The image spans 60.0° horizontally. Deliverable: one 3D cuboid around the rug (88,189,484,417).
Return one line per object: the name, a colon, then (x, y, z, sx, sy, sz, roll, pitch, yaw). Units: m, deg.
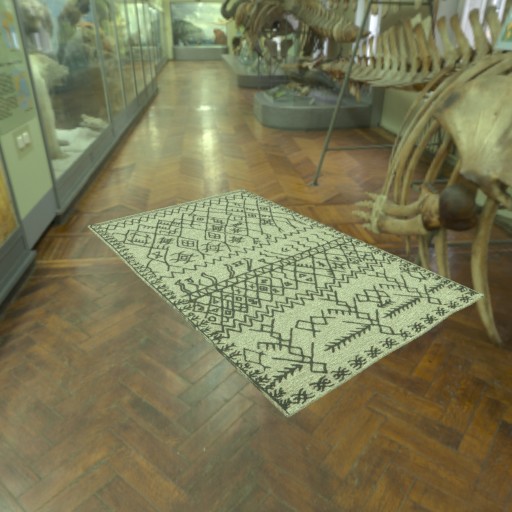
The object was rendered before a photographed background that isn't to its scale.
rug: (0.000, 0.000, 4.803, 2.393, 0.019, 3.824, -19, 33, -32)
